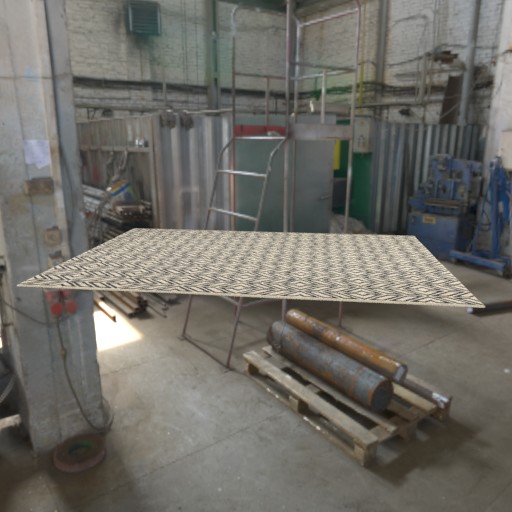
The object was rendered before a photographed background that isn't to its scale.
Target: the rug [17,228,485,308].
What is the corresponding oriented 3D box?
[{"bbox_3d":[0.000,0.000,2.294,1.828,0.007,1.220,2,15,7],"label":"rug"}]
